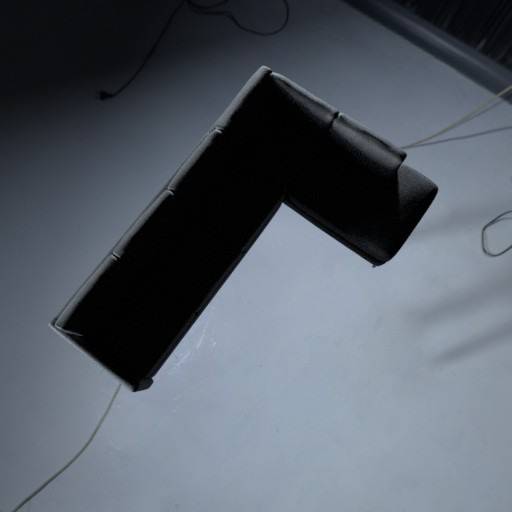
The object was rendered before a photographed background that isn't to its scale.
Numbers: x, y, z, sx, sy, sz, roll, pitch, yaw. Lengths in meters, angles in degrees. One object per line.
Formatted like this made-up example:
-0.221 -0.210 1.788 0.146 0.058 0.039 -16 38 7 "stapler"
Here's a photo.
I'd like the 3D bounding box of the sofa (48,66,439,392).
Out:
0.000 0.000 3.856 1.984 0.858 2.972 35 79 8 "sofa"
